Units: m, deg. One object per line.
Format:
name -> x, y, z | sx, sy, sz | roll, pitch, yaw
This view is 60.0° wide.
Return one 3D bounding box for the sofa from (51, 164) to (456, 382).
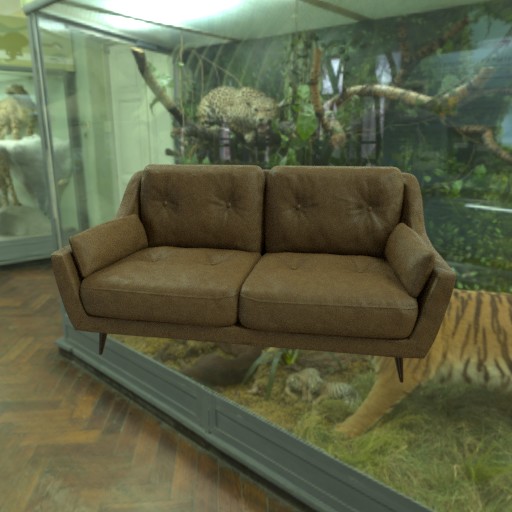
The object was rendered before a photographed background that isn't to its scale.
sofa -> 0.000, 0.000, 2.299 | 1.731, 0.886, 0.981 | 3, 15, 10
